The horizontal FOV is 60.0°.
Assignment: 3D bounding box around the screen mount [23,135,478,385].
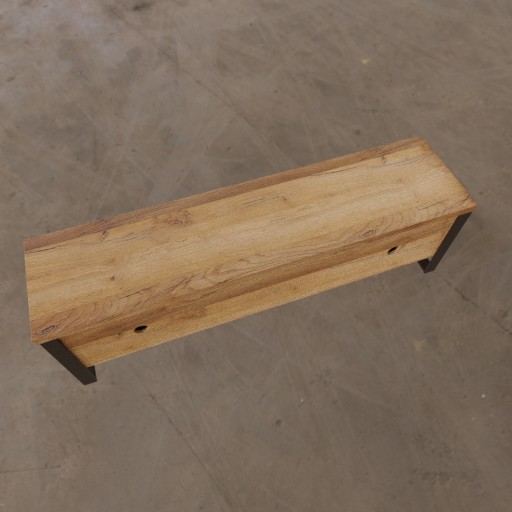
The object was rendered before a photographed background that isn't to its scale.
[{"bbox_3d":[0.000,0.000,1.718,1.524,0.450,0.395,-17,59,-10],"label":"screen mount"}]
